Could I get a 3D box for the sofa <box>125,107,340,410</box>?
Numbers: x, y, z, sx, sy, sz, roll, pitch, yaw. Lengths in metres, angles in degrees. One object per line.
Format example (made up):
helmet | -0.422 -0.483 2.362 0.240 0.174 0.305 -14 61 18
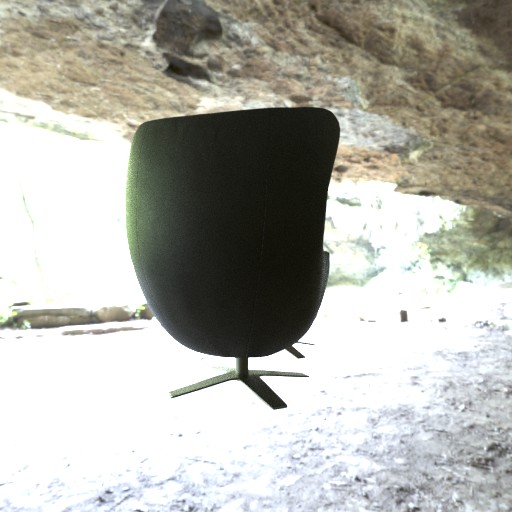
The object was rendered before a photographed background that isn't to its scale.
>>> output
sofa | 0.000 0.000 2.170 0.894 1.135 1.444 0 0 18
